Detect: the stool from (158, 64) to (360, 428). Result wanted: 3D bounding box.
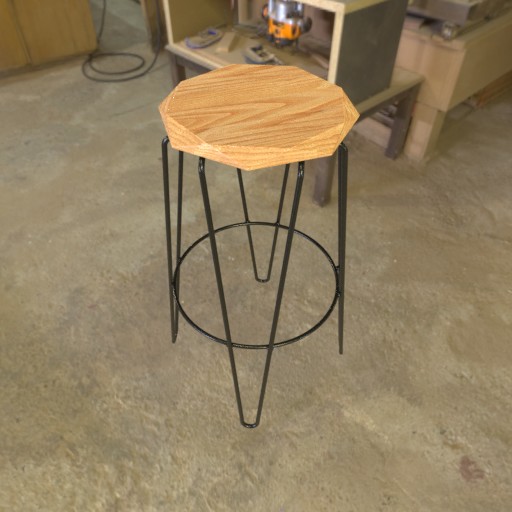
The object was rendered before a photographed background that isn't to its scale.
[{"bbox_3d":[0.000,0.000,0.826,0.326,0.610,0.326,-31,54,-27],"label":"stool"}]
